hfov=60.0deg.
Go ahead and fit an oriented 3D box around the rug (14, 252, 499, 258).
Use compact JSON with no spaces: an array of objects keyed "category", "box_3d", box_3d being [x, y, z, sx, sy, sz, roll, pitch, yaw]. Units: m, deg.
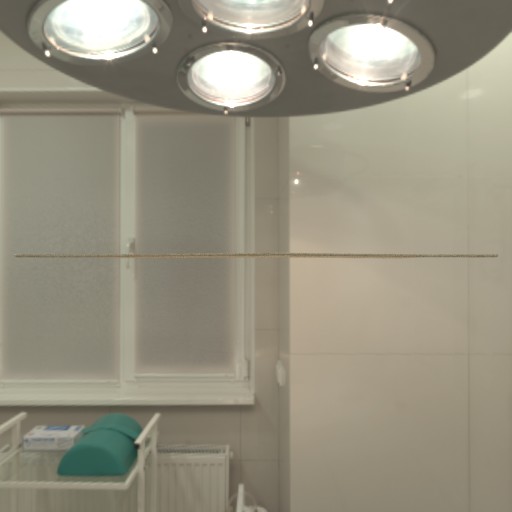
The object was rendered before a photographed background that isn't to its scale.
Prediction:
[{"category":"rug","box_3d":[0.000,0.000,2.923,2.346,0.029,1.574,0,0,0]}]
